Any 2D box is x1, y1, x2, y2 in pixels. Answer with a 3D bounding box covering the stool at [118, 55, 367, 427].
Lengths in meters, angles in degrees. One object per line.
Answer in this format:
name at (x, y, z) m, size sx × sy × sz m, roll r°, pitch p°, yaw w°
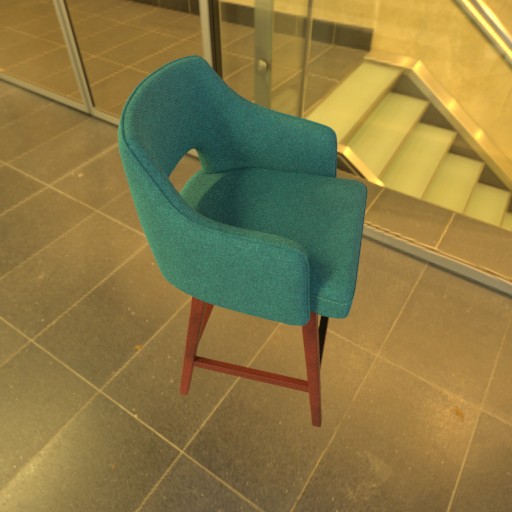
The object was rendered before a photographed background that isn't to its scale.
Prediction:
stool at (0.000, 0.000, 1.274) m, size 0.556 × 0.961 × 0.548 m, roll 10°, pitch 47°, yaw 10°
